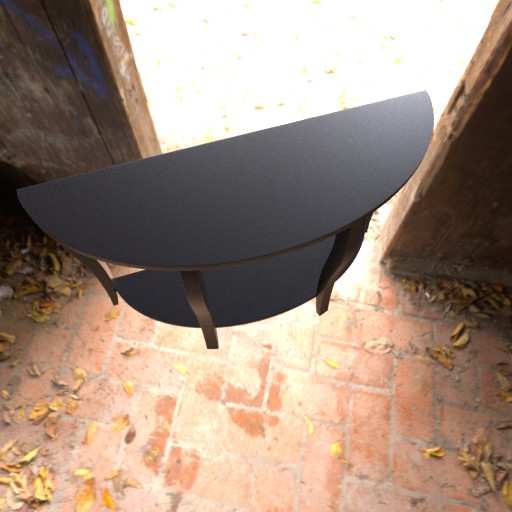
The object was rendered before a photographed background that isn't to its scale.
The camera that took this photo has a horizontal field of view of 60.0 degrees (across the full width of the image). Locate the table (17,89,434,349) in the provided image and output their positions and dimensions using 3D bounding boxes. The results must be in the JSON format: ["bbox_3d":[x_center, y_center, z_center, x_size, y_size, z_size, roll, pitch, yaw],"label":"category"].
[{"bbox_3d":[0.000,0.000,1.533,1.219,0.780,0.394,-16,64,-8],"label":"table"}]
